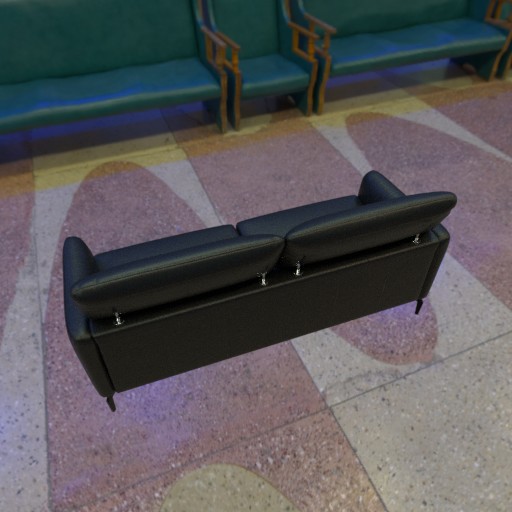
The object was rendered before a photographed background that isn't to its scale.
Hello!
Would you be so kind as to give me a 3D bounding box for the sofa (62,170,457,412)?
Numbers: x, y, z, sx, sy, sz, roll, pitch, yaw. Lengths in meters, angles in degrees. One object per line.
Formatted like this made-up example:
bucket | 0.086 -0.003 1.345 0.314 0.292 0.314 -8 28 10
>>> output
sofa | 0.000 0.000 2.543 2.069 0.957 0.856 -14 46 -14
